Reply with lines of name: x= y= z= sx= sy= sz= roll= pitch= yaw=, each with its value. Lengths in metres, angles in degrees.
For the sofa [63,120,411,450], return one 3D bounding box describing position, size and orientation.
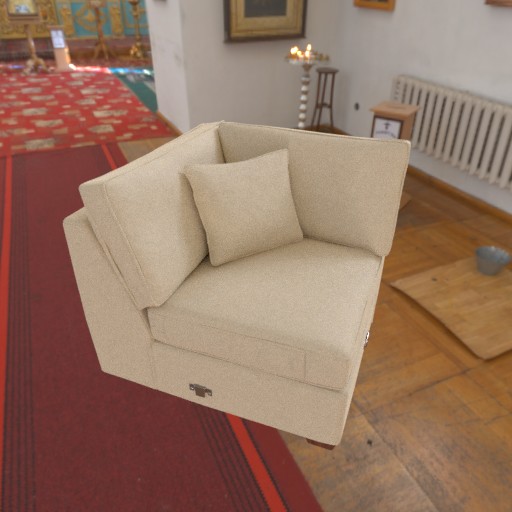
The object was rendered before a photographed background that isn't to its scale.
sofa: x=0.000 y=0.000 z=2.014 sx=1.146 sy=1.002 sz=1.084 roll=11 pitch=33 yaw=18
